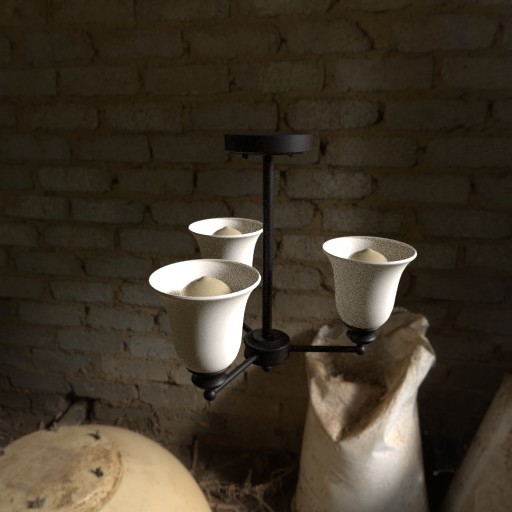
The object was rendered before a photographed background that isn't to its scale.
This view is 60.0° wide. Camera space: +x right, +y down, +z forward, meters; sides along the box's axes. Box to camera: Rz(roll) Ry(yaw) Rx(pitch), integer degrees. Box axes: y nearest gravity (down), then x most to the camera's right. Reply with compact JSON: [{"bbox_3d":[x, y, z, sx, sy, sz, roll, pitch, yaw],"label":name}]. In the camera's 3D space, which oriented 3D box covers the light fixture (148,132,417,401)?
[{"bbox_3d":[0.000,0.000,0.690,0.388,0.370,0.354,-9,20,-26],"label":"light fixture"}]
